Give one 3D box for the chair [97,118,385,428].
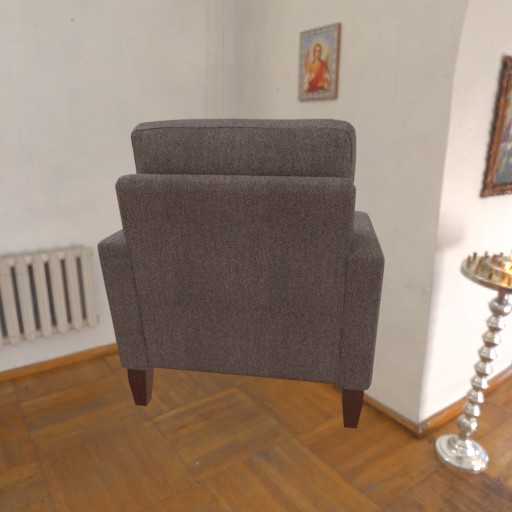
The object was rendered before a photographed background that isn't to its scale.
[{"bbox_3d":[0.000,0.000,1.690,0.855,0.993,0.897,3,16,9],"label":"chair"}]
